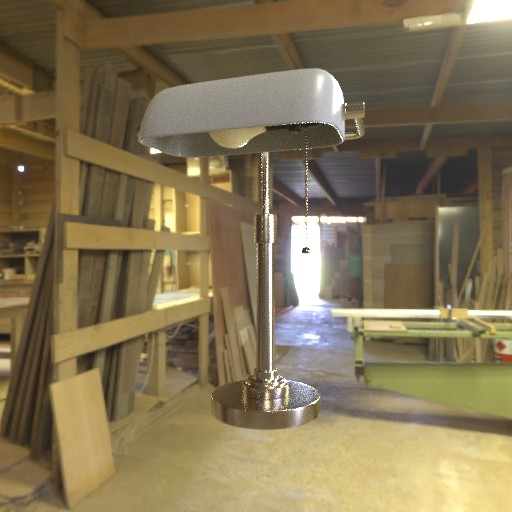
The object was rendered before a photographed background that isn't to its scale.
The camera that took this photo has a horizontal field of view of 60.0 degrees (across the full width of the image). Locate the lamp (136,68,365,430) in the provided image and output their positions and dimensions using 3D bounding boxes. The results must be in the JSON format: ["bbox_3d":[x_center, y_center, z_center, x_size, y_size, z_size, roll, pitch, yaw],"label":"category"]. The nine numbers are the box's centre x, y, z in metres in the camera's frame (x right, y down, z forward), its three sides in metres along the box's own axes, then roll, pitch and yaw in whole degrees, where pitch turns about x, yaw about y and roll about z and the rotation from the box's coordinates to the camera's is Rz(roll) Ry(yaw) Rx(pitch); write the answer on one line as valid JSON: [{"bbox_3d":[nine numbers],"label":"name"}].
[{"bbox_3d":[0.000,0.000,0.548,0.269,0.404,0.227,0,-1,18],"label":"lamp"}]
